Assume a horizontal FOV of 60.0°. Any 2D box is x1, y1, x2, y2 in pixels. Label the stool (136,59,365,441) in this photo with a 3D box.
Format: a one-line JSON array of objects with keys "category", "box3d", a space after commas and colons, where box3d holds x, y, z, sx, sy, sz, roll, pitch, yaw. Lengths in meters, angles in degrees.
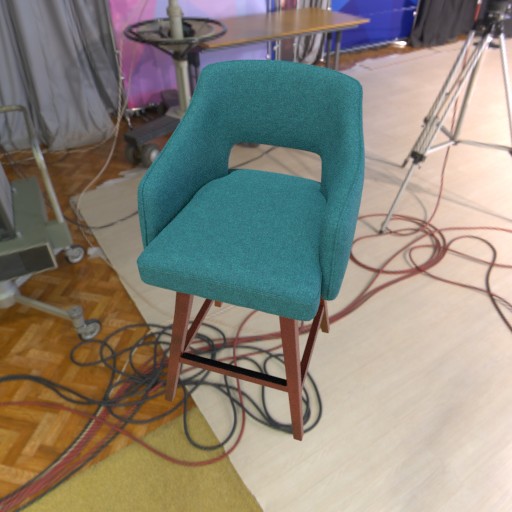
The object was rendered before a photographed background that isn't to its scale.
[{"category": "stool", "box3d": [0.000, 0.000, 1.321, 0.548, 0.961, 0.556, 12, 42, 13]}]
